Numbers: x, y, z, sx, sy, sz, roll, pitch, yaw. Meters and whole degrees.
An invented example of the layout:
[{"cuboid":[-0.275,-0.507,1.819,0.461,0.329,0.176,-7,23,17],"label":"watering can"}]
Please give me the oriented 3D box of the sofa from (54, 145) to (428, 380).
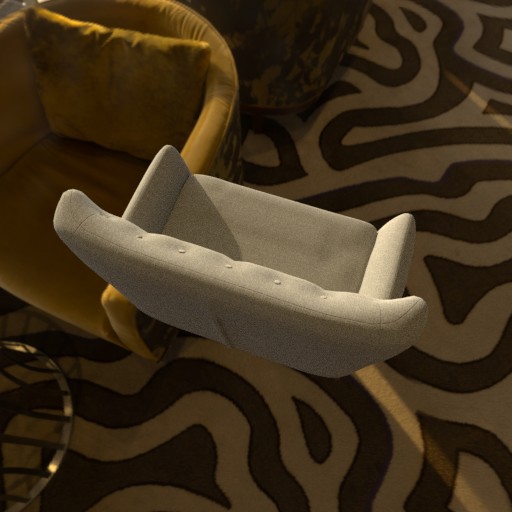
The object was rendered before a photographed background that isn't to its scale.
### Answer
[{"cuboid":[0.000,0.000,2.060,1.386,1.028,0.884,18,65,9],"label":"sofa"}]
